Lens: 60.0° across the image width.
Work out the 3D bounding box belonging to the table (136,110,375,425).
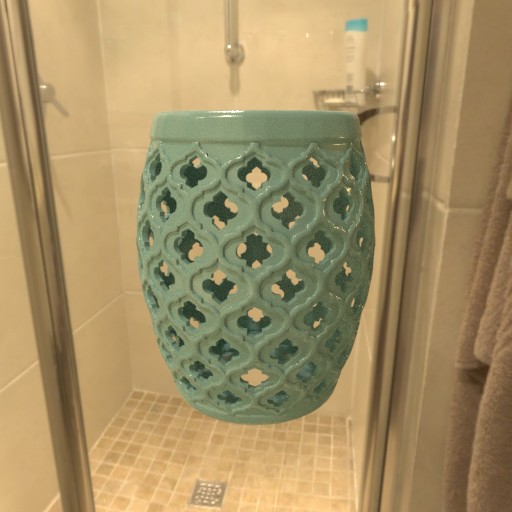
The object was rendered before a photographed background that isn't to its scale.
[{"bbox_3d":[0.000,0.000,0.630,0.325,0.388,0.325,0,17,0],"label":"table"}]
